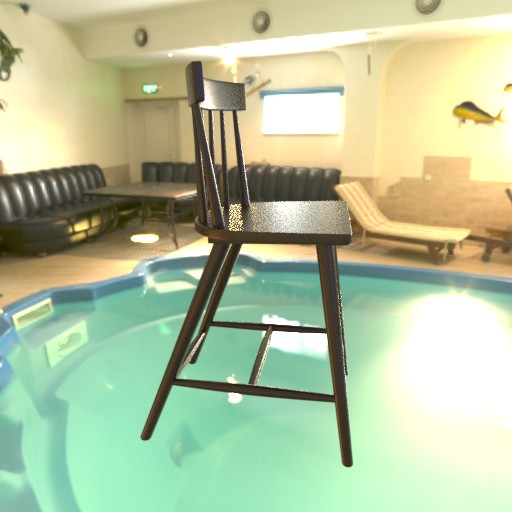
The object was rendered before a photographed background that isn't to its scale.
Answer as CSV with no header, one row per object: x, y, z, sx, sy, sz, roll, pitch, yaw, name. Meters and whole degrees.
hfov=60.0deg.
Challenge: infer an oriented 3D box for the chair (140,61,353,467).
0.000,0.000,1.243,0.572,0.952,0.483,3,16,9,chair
